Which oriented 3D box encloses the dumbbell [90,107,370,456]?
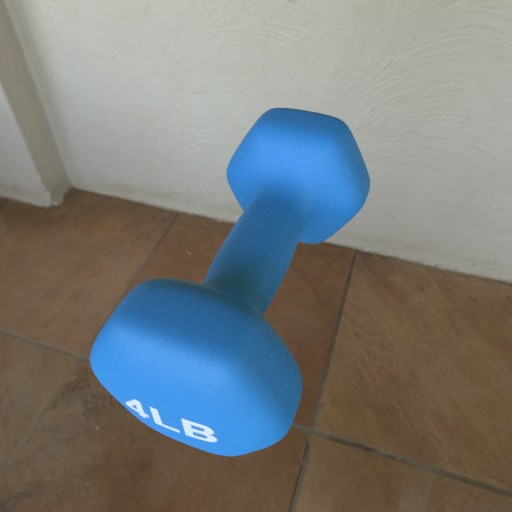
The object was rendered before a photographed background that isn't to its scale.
[{"bbox_3d":[0.000,0.000,0.187,0.074,0.066,0.152,16,48,15],"label":"dumbbell"}]
